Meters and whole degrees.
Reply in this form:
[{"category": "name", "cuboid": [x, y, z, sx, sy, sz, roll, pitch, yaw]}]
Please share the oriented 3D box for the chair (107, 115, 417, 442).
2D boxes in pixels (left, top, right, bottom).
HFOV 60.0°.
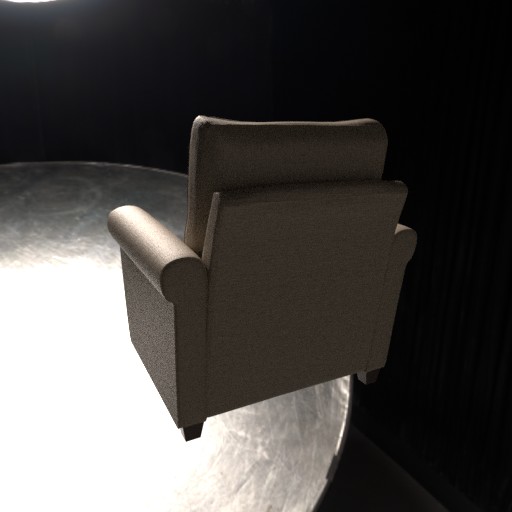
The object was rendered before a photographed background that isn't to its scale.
[{"category": "chair", "cuboid": [0.000, 0.000, 2.288, 1.275, 1.349, 1.180, -8, 17, -26]}]
